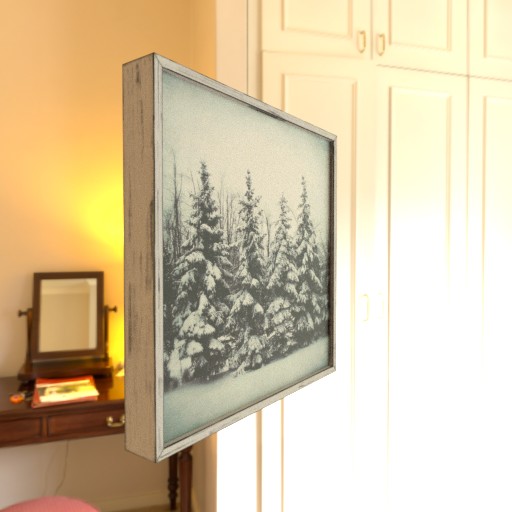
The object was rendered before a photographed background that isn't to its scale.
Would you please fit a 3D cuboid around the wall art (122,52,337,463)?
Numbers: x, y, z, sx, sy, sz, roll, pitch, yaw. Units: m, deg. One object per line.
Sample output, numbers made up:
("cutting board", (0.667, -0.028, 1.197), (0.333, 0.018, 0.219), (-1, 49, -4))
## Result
("wall art", (0.000, 0.000, 0.460), (0.036, 0.303, 0.303), (1, 1, 36))
